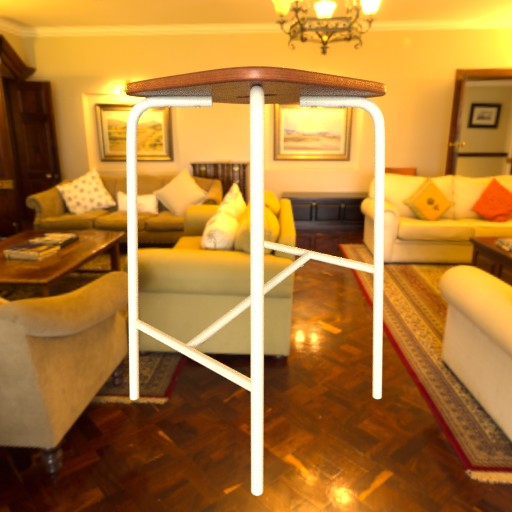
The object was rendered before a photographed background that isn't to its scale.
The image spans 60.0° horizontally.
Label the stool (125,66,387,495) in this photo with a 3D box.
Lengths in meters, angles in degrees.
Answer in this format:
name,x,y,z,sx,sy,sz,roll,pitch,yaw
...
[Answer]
name,x,y,z,sx,sy,sz,roll,pitch,yaw
stool,0.000,0.000,0.844,0.376,0.610,0.376,15,21,43
